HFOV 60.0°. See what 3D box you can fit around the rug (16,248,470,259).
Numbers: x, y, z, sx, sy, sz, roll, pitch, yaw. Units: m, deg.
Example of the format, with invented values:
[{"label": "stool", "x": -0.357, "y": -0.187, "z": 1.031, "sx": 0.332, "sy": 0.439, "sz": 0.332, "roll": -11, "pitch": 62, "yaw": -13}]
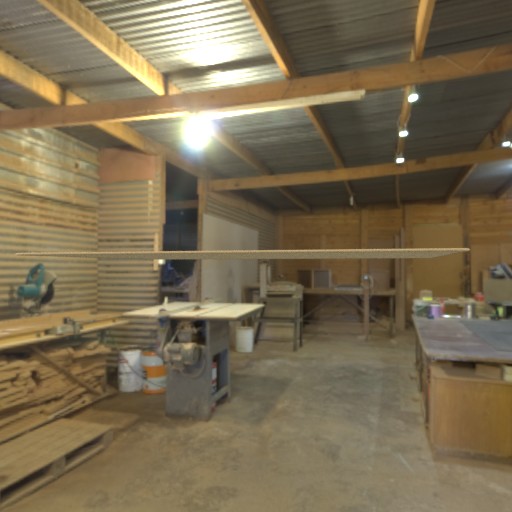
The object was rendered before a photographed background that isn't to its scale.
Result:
[{"label": "rug", "x": 0.000, "y": 0.000, "z": 2.669, "sx": 2.115, "sy": 0.013, "sz": 1.517, "roll": 0, "pitch": -1, "yaw": 17}]
